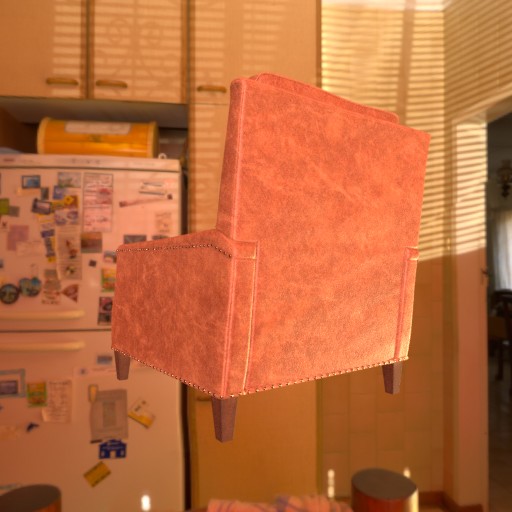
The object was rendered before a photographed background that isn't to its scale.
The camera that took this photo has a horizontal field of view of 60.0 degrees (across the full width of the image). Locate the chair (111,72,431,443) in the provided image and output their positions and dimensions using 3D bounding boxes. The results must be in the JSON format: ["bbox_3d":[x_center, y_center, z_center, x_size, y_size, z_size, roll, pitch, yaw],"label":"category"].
[{"bbox_3d":[0.000,0.000,1.779,0.854,1.054,1.035,1,-1,-37],"label":"chair"}]
